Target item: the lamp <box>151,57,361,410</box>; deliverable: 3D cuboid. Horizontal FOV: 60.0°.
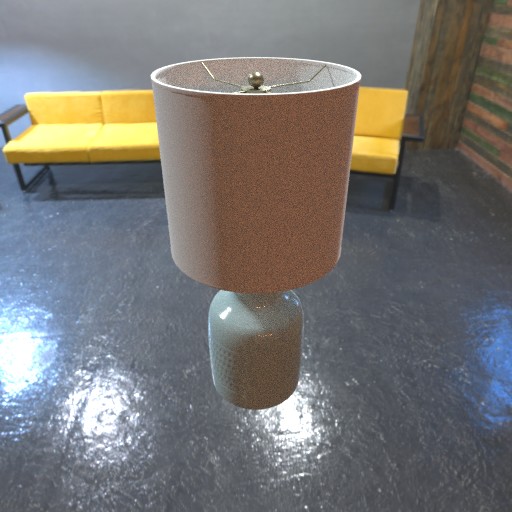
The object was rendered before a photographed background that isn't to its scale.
[{"bbox_3d":[0.000,0.000,1.123,0.418,0.871,0.418,0,32,0],"label":"lamp"}]
